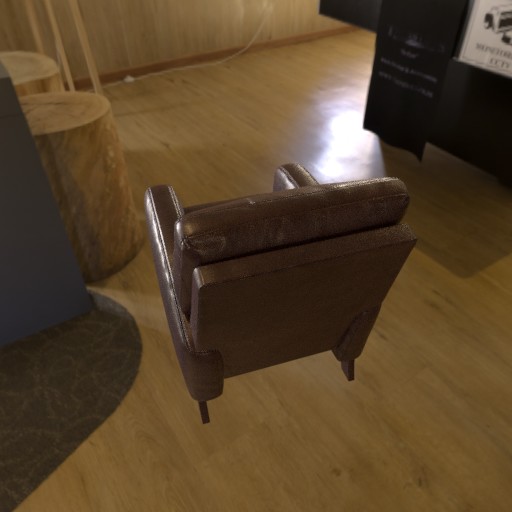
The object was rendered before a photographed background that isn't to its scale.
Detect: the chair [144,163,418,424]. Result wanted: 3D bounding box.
[{"bbox_3d":[0.000,0.000,1.719,0.762,0.990,0.990,-12,43,-13],"label":"chair"}]
